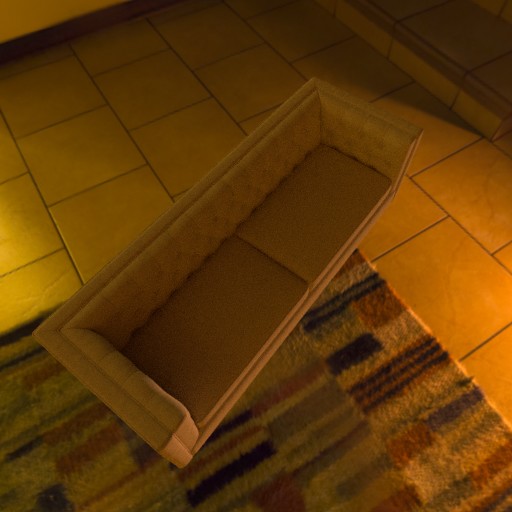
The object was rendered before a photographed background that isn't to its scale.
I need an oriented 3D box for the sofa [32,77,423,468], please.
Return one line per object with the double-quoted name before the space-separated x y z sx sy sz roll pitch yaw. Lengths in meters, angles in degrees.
"sofa" 0.000 0.000 2.529 0.775 0.762 2.159 34 65 18
